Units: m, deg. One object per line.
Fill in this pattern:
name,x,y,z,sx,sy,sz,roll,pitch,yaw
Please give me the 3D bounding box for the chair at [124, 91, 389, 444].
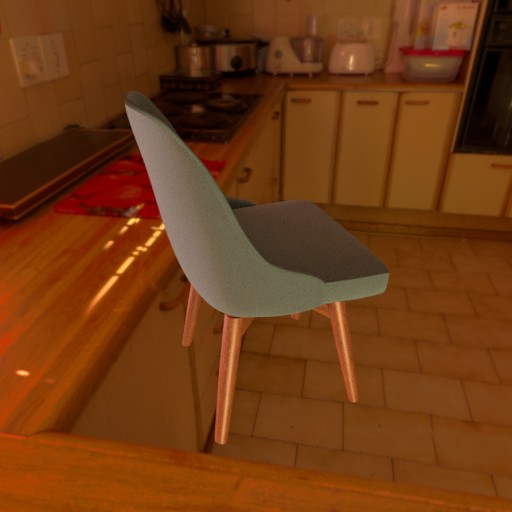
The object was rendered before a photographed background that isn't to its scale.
chair,0.000,0.000,1.242,0.589,0.882,0.503,-11,32,-17
